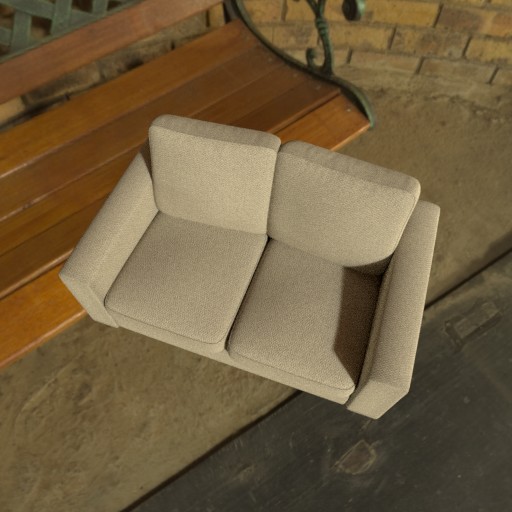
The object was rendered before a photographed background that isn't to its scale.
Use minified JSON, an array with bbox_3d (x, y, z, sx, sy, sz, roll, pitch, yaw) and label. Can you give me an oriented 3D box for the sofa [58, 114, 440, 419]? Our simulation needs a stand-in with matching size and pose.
[{"bbox_3d":[0.000,0.000,2.215,1.616,0.873,1.016,17,61,10],"label":"sofa"}]
